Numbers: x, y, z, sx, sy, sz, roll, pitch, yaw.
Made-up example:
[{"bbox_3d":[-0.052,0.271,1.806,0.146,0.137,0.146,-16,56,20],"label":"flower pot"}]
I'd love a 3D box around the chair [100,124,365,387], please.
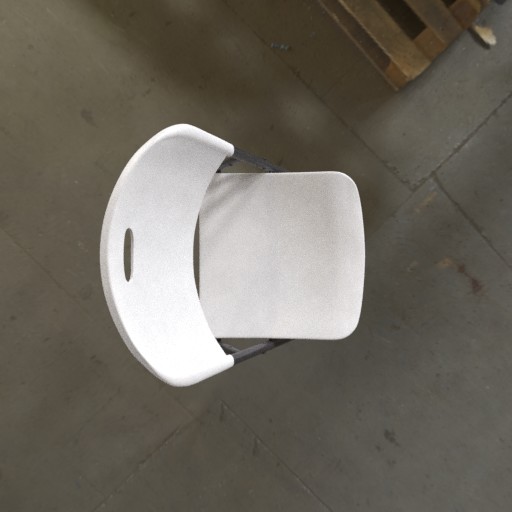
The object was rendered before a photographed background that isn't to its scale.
[{"bbox_3d":[0.000,0.000,1.163,0.566,0.810,0.494,0,90,-2],"label":"chair"}]
